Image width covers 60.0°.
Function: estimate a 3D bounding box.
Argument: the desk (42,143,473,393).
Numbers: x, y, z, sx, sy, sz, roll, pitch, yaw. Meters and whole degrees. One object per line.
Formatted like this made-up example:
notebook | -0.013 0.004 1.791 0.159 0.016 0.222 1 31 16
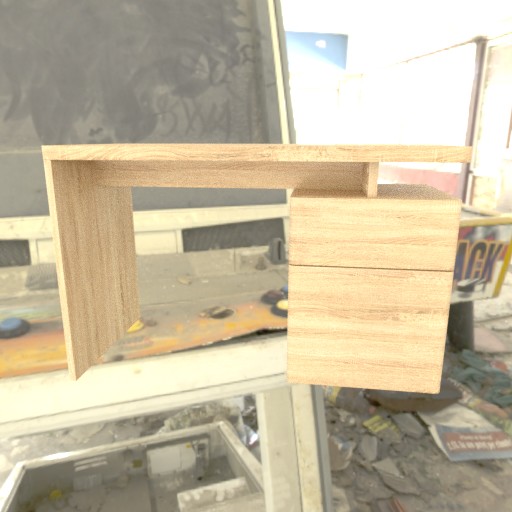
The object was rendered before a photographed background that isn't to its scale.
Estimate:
desk | 0.000 0.000 1.561 1.200 0.760 0.550 2 15 8
